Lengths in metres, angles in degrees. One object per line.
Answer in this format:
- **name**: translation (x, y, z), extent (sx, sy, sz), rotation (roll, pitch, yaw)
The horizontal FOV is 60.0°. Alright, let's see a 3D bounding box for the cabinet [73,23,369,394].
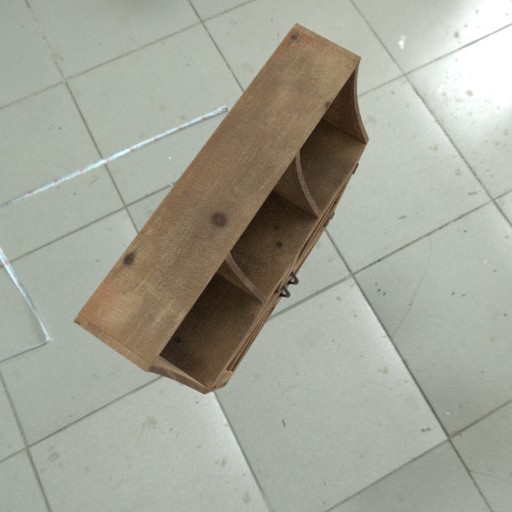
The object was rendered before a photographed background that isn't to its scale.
- **cabinet**: translation (0.000, 0.000, 0.831), extent (0.184, 0.590, 0.489), rotation (32, 77, 8)
